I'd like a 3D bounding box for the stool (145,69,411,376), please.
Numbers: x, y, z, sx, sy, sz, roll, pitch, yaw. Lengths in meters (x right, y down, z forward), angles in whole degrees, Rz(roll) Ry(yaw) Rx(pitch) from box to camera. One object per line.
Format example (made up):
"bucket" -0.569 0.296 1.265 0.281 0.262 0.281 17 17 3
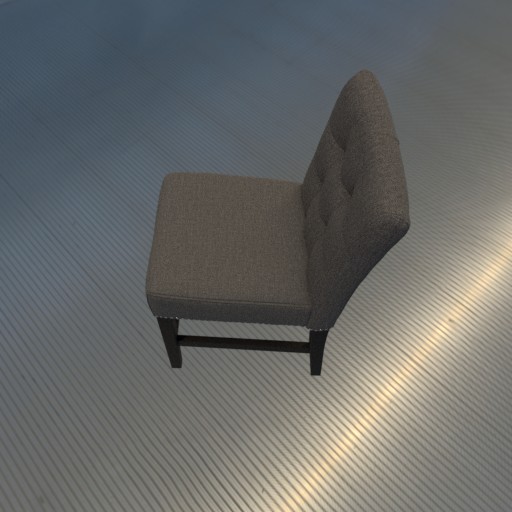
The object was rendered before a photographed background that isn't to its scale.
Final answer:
"stool" 0.000 0.000 1.227 0.571 0.885 0.427 0 57 0
